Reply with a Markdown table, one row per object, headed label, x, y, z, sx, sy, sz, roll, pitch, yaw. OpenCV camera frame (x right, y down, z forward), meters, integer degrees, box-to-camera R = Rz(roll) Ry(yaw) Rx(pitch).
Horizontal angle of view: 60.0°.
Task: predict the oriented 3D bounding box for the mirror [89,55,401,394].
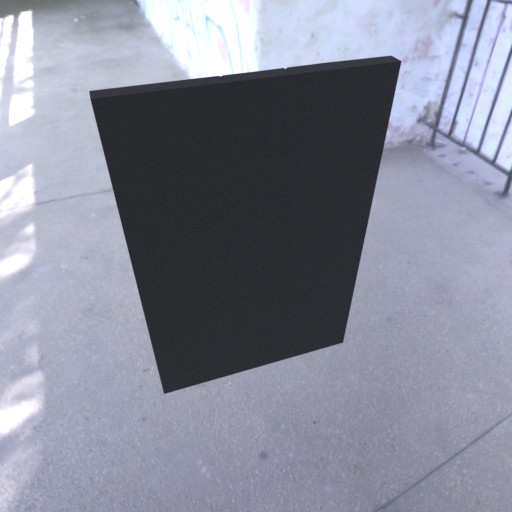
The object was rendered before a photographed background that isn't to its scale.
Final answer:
| label | x | y | z | sx | sy | sz | roll | pitch | yaw |
| --- | --- | --- | --- | --- | --- | --- | --- | --- | --- |
| mirror | 0.000 | 0.000 | 1.138 | 0.606 | 0.912 | 0.044 | -13 | 43 | -14 |
